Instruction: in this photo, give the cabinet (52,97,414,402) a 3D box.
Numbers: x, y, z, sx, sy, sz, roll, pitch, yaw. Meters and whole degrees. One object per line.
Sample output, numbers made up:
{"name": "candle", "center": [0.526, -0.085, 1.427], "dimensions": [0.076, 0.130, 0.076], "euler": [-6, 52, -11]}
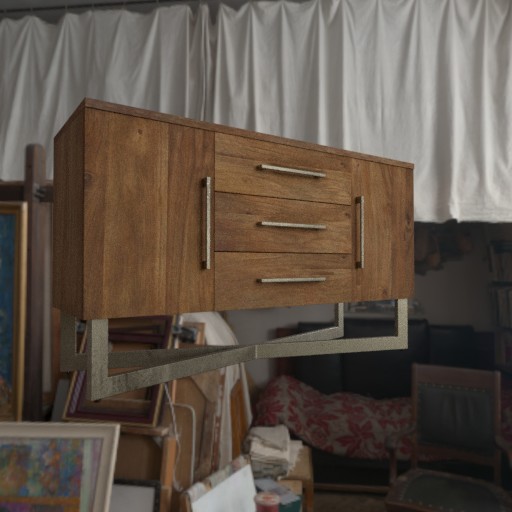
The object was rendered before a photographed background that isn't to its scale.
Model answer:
{"name": "cabinet", "center": [0.000, 0.000, 1.717], "dimensions": [1.373, 0.812, 0.480], "euler": [1, -1, -34]}
